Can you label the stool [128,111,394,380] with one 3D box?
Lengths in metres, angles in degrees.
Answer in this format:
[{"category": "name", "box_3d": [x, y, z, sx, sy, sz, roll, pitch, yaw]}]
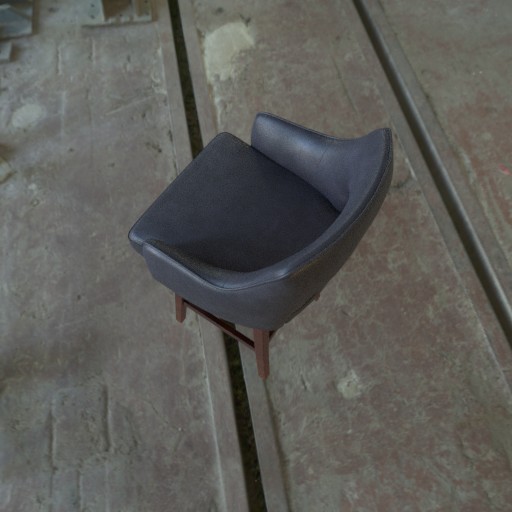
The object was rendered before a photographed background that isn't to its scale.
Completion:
[{"category": "stool", "box_3d": [0.000, 0.000, 1.383, 0.560, 1.041, 0.550, 31, 67, 15]}]
